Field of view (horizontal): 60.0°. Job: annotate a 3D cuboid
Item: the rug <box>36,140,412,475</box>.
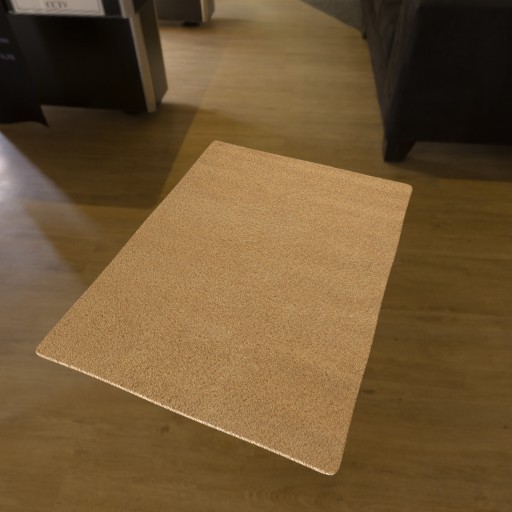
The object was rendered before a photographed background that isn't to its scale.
[{"bbox_3d":[0.000,0.000,2.064,1.199,0.025,1.600,16,49,15],"label":"rug"}]
